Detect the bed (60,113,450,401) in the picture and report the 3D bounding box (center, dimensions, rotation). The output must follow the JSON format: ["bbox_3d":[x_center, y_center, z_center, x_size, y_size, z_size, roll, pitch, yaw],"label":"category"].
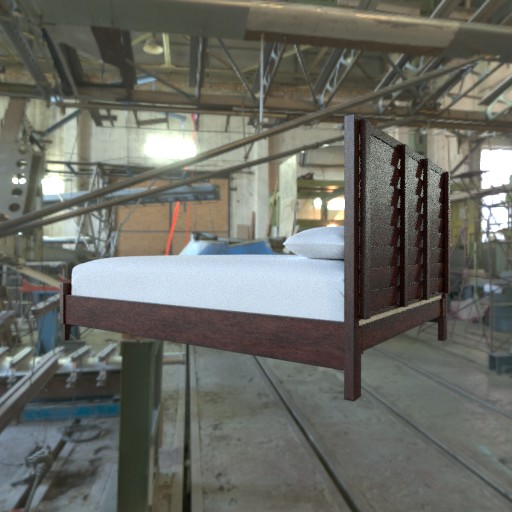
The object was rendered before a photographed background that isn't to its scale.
[{"bbox_3d":[0.000,0.000,3.908,2.803,1.492,2.040,0,0,36],"label":"bed"}]
